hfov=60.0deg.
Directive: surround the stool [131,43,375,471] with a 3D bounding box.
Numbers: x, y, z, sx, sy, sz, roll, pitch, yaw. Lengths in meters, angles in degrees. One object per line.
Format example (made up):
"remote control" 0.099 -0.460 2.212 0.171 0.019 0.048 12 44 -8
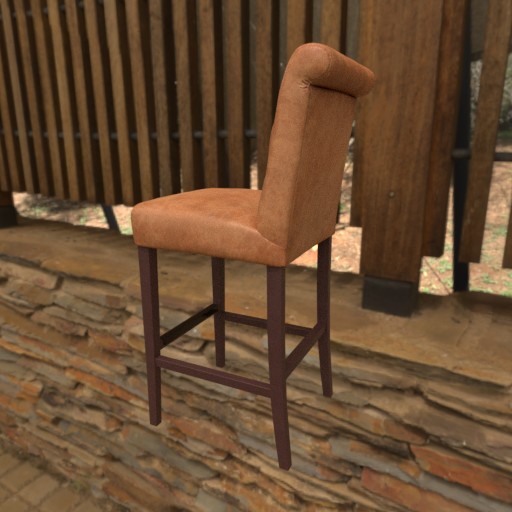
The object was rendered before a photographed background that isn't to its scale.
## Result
"stool" 0.000 0.000 1.413 0.601 1.140 0.493 7 17 25
